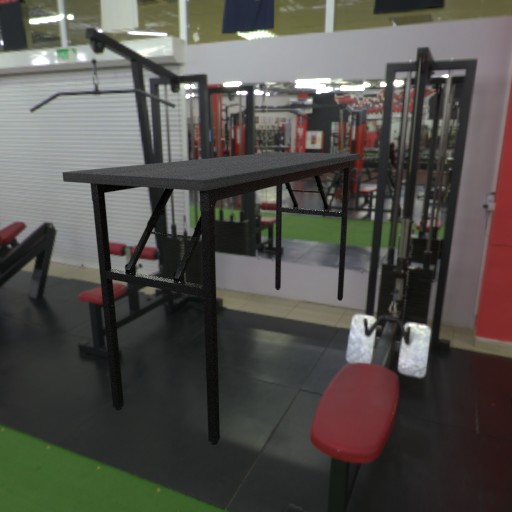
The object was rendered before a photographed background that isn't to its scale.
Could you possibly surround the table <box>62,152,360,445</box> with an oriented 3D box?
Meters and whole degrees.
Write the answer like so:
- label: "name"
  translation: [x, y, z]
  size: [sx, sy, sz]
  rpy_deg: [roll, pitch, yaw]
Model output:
- label: "table"
  translation: [0.000, 0.000, 1.773]
  size: [0.449, 0.750, 1.399]
  rpy_deg: [8, 17, 26]
